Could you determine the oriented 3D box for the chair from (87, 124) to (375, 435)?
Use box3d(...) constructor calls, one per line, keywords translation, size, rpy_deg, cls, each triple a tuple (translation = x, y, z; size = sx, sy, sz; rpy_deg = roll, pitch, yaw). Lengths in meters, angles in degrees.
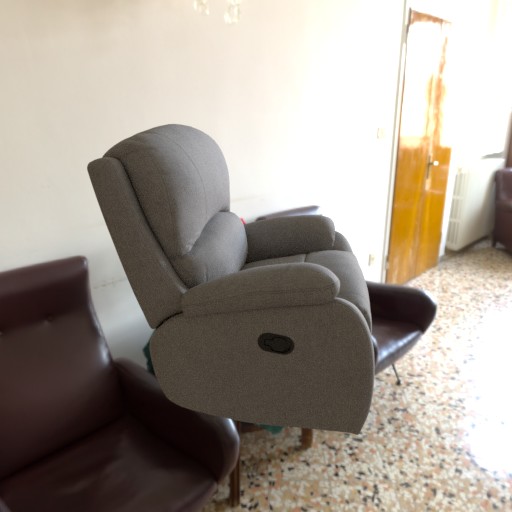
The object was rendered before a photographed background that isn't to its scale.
box3d(translation=(0.000, 0.000, 1.772), size=(0.899, 1.011, 0.930), rpy_deg=(3, 17, 8), cls="chair")
